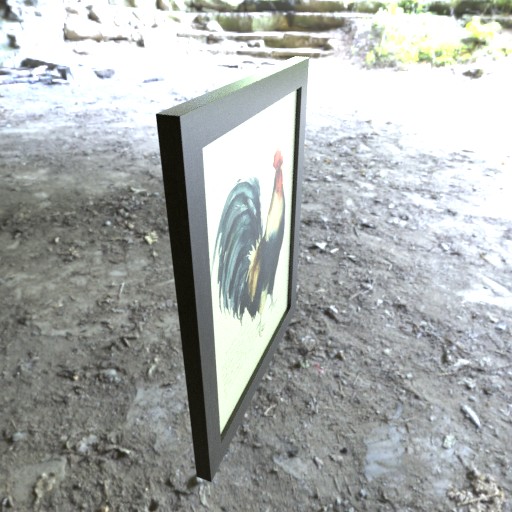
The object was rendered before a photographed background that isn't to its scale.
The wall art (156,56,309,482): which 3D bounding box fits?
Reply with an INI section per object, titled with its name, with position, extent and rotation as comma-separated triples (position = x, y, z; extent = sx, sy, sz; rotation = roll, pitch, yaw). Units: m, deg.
[wall art]
position = 0.000, 0.000, 0.766
extent = 0.027, 0.580, 0.479
rotation = 11, 32, 18
